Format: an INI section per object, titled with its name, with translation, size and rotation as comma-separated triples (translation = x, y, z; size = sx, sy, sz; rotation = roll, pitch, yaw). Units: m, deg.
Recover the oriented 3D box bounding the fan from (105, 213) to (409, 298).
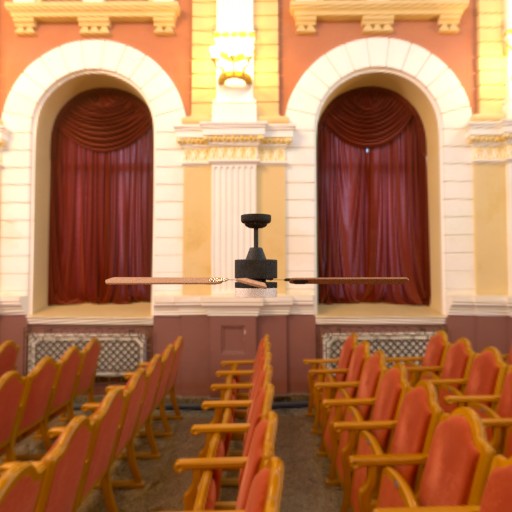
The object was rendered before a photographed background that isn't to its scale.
[fan]
translation = 0.000, 0.000, 1.937
size = 1.320, 0.355, 1.320
rotation = 0, -2, 1
